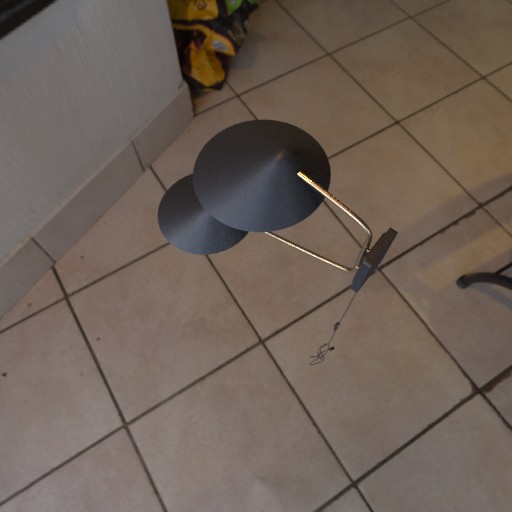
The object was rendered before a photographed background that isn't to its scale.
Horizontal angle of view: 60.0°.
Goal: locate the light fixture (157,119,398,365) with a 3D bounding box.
[{"bbox_3d":[0.000,0.000,0.837,0.422,0.665,0.189,36,69,17],"label":"light fixture"}]
